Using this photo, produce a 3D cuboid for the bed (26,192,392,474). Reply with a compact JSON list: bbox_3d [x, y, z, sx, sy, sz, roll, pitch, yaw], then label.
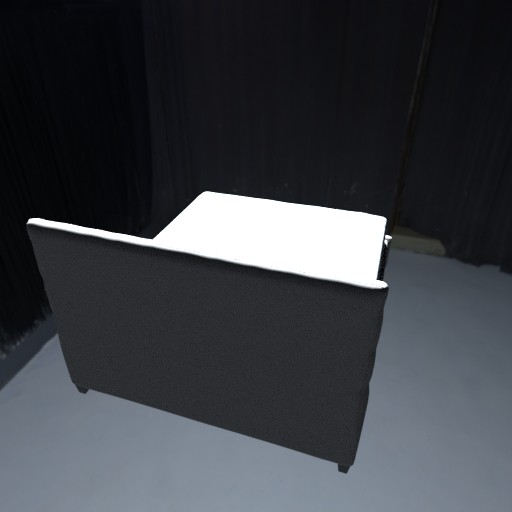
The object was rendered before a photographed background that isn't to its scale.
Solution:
[{"bbox_3d":[0.000,0.000,3.597,2.078,1.427,2.387,10,33,16],"label":"bed"}]
